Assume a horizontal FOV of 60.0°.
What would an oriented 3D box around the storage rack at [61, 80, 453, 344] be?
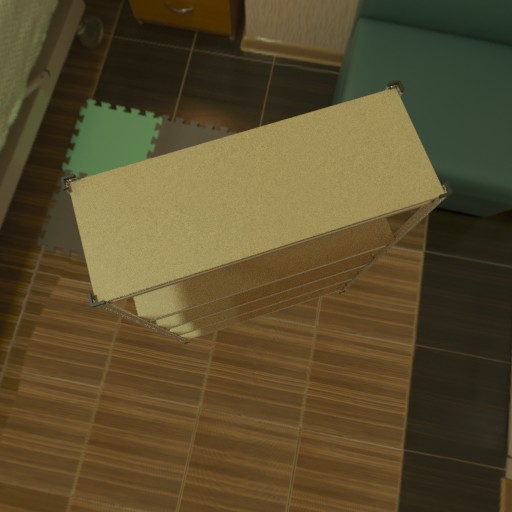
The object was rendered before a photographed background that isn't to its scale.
[{"bbox_3d":[0.000,0.000,2.347,1.219,1.829,0.457,-17,76,-5],"label":"storage rack"}]
